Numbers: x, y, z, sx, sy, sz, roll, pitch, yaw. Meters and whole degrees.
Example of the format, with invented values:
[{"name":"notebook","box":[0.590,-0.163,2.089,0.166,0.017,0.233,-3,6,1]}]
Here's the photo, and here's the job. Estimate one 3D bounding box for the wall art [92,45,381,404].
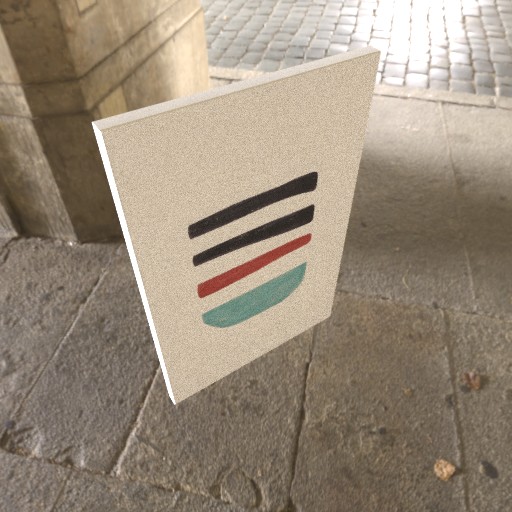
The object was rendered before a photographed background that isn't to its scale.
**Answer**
[{"name":"wall art","box":[0.000,0.000,1.144,0.607,0.912,0.038,-25,50,-23]}]
